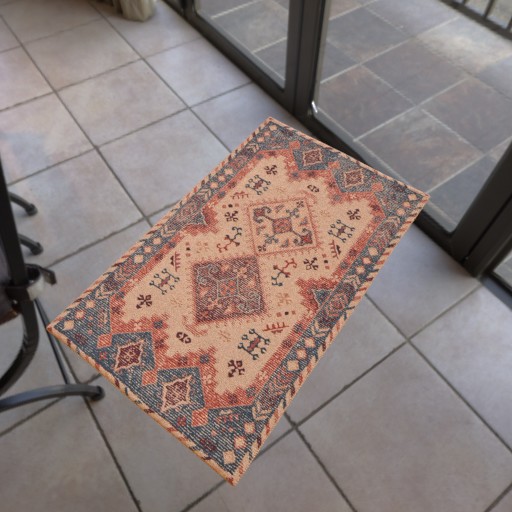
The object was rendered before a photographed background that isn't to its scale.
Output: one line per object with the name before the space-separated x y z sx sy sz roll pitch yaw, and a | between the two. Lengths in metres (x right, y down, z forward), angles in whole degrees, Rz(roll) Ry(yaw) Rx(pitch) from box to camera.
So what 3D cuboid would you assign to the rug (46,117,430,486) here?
rug | 0.000 0.000 3.105 1.521 0.023 2.464 32 63 18
